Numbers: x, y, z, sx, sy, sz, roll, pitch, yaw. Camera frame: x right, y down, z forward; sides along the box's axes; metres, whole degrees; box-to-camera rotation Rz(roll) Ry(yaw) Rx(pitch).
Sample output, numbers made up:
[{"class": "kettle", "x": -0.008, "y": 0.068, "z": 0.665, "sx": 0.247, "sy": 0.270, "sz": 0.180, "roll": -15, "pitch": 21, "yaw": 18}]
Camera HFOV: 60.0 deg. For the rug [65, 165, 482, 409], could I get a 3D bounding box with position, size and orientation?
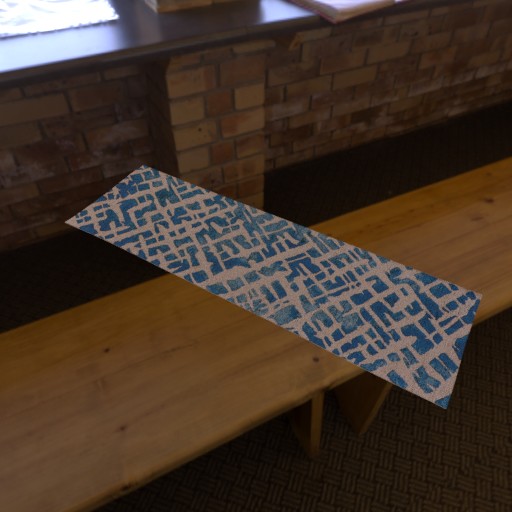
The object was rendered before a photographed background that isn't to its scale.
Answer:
[{"class": "rug", "x": 0.000, "y": 0.000, "z": 2.651, "sx": 2.446, "sy": 0.011, "sz": 0.768, "roll": 23, "pitch": 50, "yaw": 21}]
